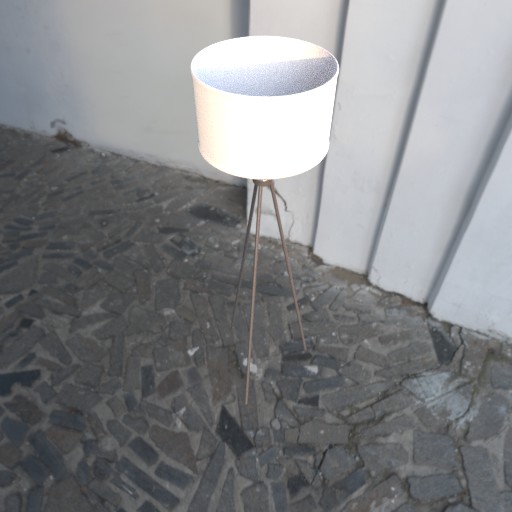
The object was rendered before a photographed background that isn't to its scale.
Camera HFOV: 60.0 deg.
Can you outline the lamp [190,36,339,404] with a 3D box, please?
[{"bbox_3d":[0.000,0.000,1.781,0.458,1.545,0.448,33,54,28],"label":"lamp"}]
